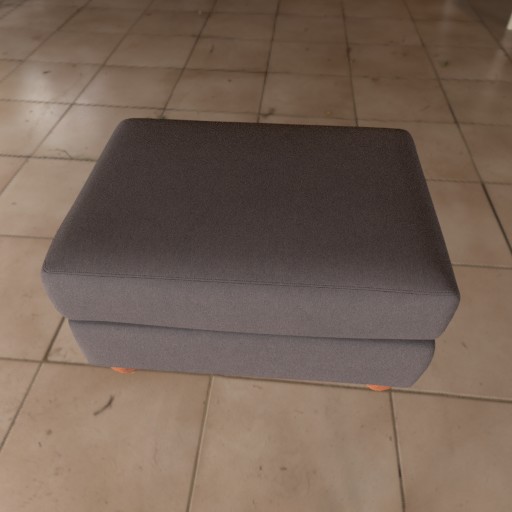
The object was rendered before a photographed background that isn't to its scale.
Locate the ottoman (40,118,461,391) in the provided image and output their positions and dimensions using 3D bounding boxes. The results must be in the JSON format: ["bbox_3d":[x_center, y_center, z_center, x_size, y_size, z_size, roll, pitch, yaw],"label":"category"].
[{"bbox_3d":[0.000,0.000,1.099,0.773,0.497,0.574,3,46,3],"label":"ottoman"}]
